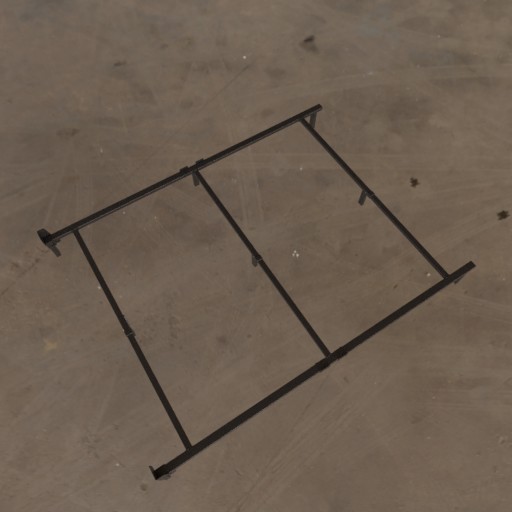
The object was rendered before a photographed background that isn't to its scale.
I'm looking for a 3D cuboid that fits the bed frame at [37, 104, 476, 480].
[{"bbox_3d":[0.000,0.000,2.573,1.990,0.248,1.498,-30,66,-14],"label":"bed frame"}]
